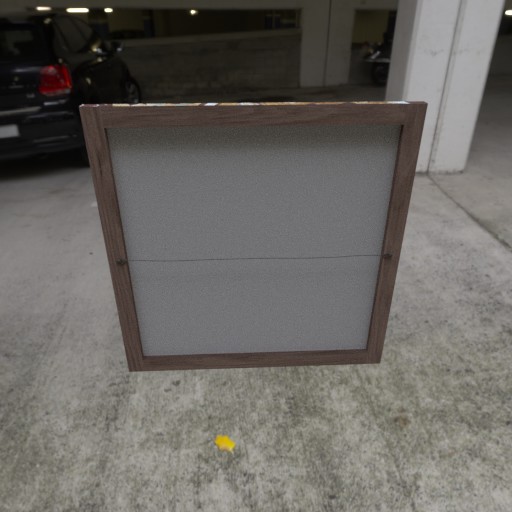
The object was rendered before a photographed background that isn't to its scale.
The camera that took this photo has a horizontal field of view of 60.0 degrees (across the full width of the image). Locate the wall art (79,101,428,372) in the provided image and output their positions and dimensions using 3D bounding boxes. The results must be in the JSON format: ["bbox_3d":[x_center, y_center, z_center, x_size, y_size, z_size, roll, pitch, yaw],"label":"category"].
[{"bbox_3d":[0.000,0.000,1.154,0.757,0.762,0.028,-1,29,-2],"label":"wall art"}]
